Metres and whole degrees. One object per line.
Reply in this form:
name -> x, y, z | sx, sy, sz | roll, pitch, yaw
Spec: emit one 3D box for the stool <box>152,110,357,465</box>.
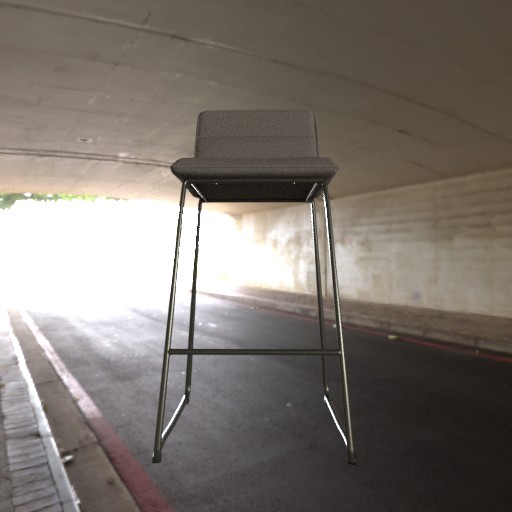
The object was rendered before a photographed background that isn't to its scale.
stool -> 0.000, 0.000, 1.238 | 0.490, 0.960, 0.490 | 0, 0, 1
